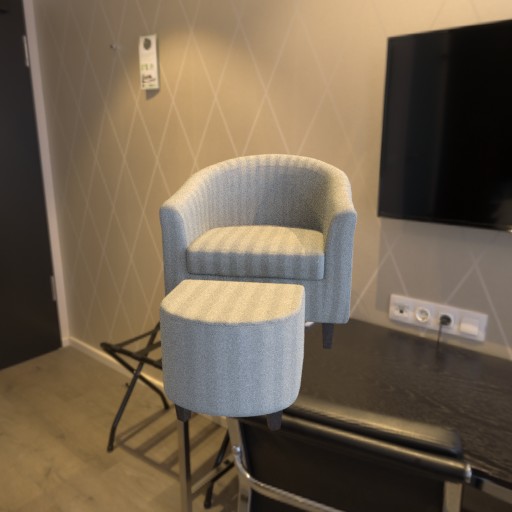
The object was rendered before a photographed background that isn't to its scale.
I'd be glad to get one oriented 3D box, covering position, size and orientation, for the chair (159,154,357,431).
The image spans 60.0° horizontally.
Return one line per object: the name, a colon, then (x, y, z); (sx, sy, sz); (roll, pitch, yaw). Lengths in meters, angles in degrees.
chair: (0.000, 0.000, 1.744); (0.756, 0.757, 1.288); (2, 14, 9)
